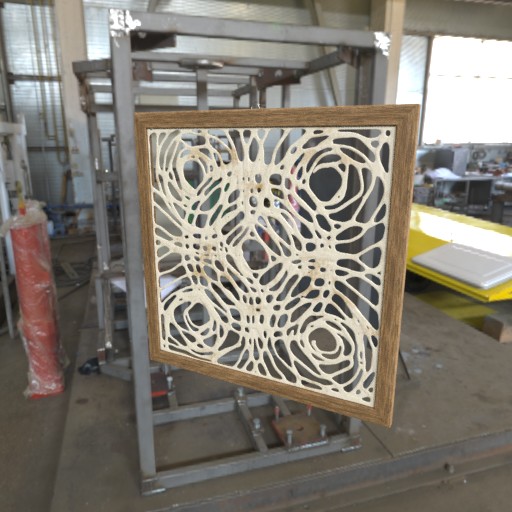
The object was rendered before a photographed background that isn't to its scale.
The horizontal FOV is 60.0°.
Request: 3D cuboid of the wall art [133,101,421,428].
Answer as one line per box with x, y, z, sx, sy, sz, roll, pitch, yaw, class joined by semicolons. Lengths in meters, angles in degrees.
0.000;0.000;0.866;0.561;0.576;0.021;8;17;27;wall art
